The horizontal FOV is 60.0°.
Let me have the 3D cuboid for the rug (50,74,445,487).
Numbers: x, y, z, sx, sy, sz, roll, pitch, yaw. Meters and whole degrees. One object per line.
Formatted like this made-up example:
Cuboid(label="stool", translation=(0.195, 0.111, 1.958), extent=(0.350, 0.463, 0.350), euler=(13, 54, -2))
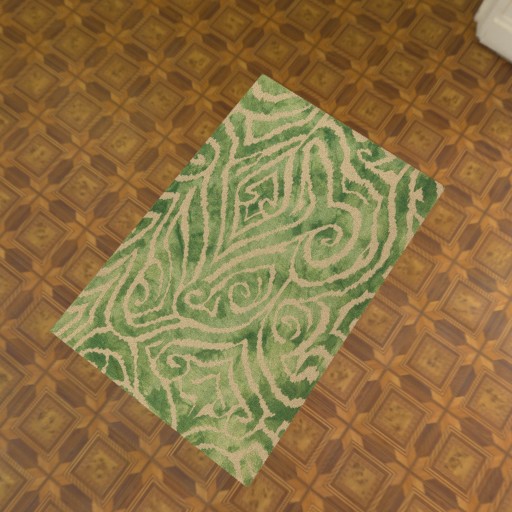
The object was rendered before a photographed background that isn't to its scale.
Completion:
Cuboid(label="rug", translation=(0.000, 0.000, 2.309), extent=(1.220, 0.006, 1.826), euler=(35, 78, 8))
